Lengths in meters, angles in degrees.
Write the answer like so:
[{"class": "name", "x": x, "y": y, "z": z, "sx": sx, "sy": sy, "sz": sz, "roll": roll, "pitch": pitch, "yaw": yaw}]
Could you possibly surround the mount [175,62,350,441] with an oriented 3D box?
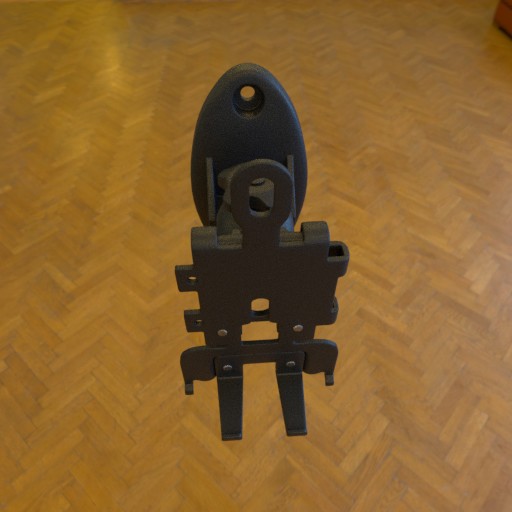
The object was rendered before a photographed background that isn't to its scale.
[{"class": "mount", "x": 0.000, "y": 0.000, "z": 0.172, "sx": 0.066, "sy": 0.118, "sz": 0.100, "roll": -3, "pitch": 46, "yaw": -3}]
